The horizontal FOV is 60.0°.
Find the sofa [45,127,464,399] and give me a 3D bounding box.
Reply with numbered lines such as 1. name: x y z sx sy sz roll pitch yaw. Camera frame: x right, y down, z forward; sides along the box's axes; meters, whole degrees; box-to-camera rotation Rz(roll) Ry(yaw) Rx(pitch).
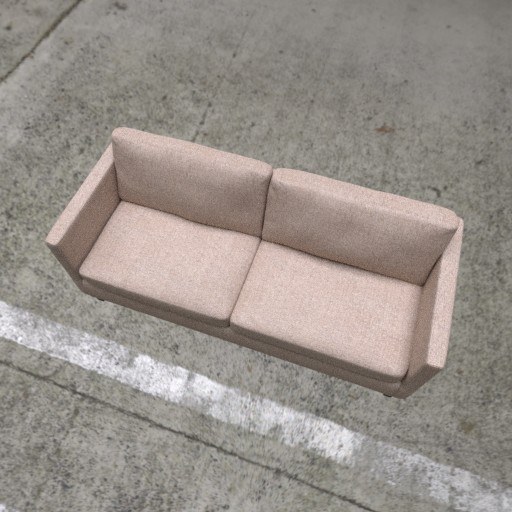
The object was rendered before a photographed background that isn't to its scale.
1. sofa: 0.000 0.000 2.707 2.208 0.965 0.951 17 61 10
